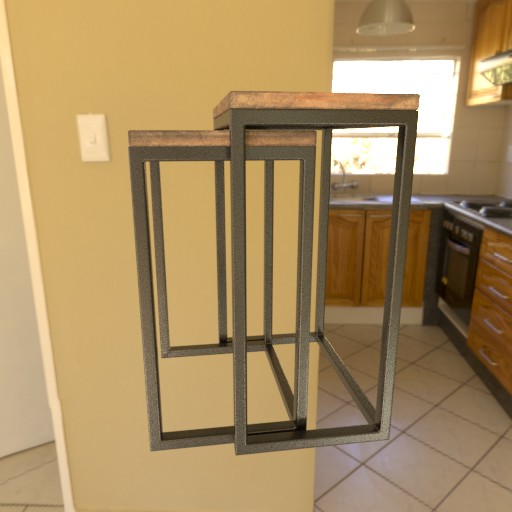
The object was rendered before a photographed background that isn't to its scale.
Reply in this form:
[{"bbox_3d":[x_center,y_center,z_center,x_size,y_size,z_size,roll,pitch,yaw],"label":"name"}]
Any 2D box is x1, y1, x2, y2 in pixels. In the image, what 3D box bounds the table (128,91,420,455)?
[{"bbox_3d":[0.000,0.000,0.938,0.460,0.615,0.456,-2,15,-6],"label":"table"}]
